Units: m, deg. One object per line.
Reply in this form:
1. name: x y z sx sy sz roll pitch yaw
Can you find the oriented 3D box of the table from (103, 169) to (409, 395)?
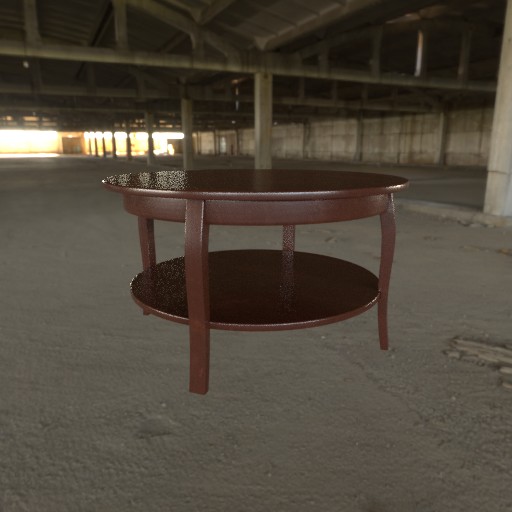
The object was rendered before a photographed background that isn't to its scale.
1. table: 0.000 0.000 1.451 0.911 0.512 0.911 0 14 0
